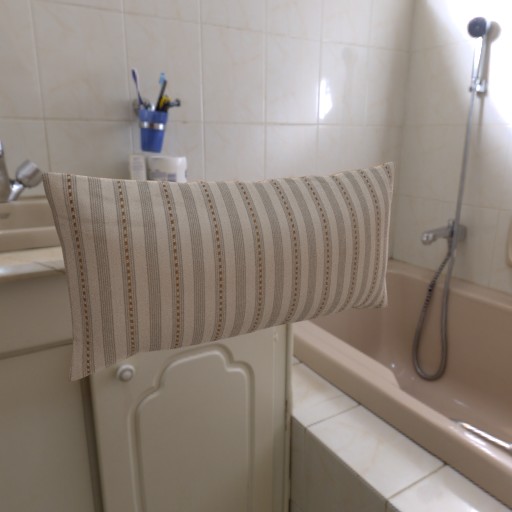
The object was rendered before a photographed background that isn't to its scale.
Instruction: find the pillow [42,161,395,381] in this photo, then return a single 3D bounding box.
[{"bbox_3d":[0.000,0.000,0.730,0.608,0.291,0.151,-8,17,-27],"label":"pillow"}]
